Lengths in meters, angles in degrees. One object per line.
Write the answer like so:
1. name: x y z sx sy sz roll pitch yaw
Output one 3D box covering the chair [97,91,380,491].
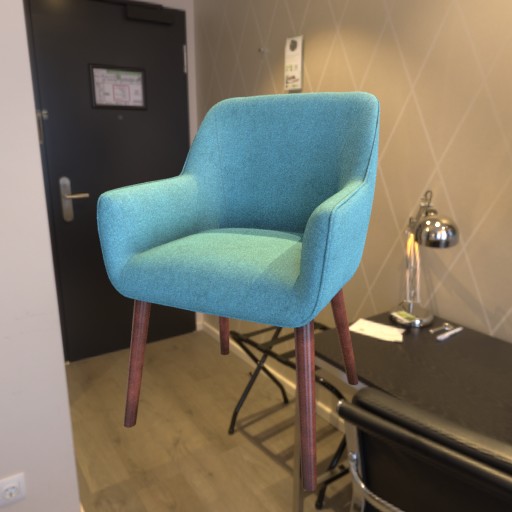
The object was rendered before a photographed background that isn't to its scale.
1. chair: 0.000 0.000 1.100 0.543 0.803 0.519 7 16 25
